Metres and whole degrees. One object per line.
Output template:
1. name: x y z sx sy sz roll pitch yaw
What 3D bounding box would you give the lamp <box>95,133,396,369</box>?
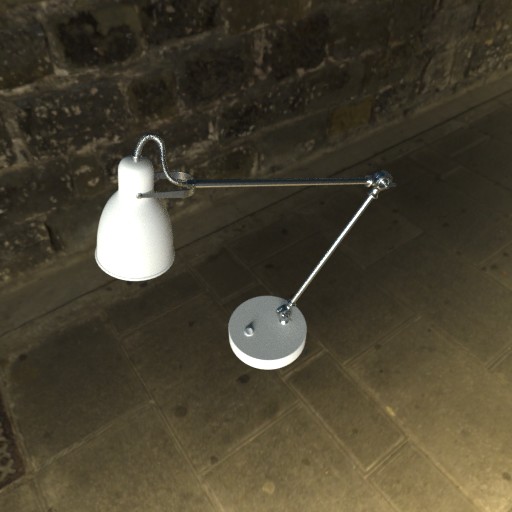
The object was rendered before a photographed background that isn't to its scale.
1. lamp: 0.000 0.000 0.866 0.561 0.587 0.187 -16 48 -14
